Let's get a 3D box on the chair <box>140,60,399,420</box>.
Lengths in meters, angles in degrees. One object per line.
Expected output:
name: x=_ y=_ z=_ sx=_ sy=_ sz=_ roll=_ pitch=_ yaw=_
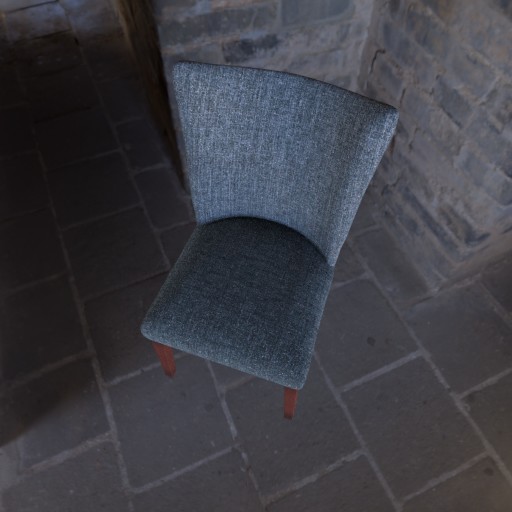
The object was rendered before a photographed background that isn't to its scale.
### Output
chair: x=0.000 y=0.000 z=1.299 sx=0.535 sy=0.924 sz=0.623 roll=16 pitch=60 yaw=10
